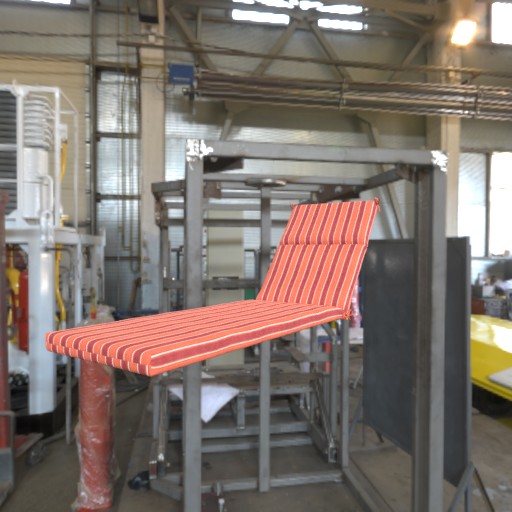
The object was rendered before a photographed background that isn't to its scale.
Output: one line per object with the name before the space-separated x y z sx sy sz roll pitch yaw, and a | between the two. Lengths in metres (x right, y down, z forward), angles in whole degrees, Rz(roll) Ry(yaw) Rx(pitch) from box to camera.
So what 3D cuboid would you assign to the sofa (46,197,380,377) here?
sofa | 0.000 0.000 1.960 0.582 0.622 1.663 1 1 35
